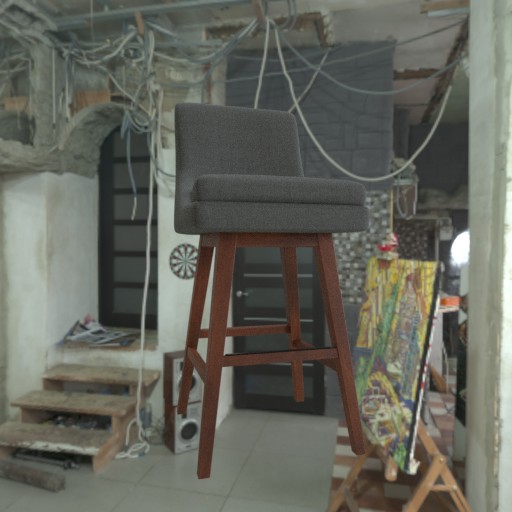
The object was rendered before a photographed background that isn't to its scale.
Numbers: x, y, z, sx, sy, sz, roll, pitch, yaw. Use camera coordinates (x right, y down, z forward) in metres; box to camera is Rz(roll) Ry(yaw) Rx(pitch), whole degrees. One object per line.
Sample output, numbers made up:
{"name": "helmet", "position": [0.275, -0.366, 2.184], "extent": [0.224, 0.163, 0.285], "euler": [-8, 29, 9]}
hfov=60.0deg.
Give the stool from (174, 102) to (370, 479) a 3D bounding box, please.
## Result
{"name": "stool", "position": [0.000, 0.000, 1.260], "extent": [0.447, 0.977, 0.524], "euler": [0, 1, -17]}
